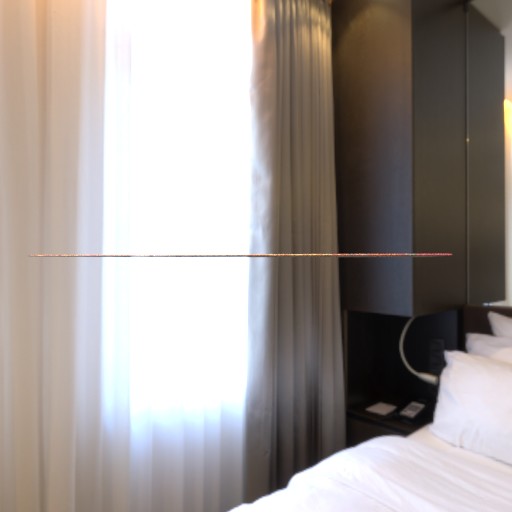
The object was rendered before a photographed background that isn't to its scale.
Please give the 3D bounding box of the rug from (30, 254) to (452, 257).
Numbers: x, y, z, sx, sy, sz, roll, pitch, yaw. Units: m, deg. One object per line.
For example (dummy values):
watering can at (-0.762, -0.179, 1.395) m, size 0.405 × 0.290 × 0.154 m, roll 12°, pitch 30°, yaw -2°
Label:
rug at (0.000, 0.000, 3.772) m, size 2.896 × 0.013 × 2.007 m, roll 0°, pitch 0°, yaw 19°
